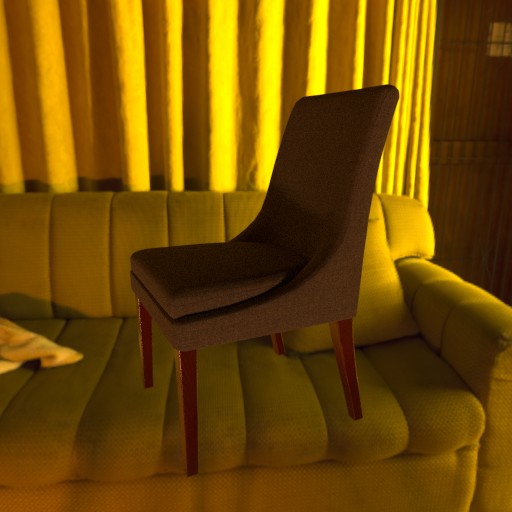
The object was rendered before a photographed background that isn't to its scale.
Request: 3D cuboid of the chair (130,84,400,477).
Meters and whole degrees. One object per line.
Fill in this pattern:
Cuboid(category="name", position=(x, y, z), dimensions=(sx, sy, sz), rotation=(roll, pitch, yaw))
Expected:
Cuboid(category="chair", position=(0.000, 0.000, 1.322), dimensions=(0.655, 0.952, 0.508), rotation=(-7, 17, -26))
